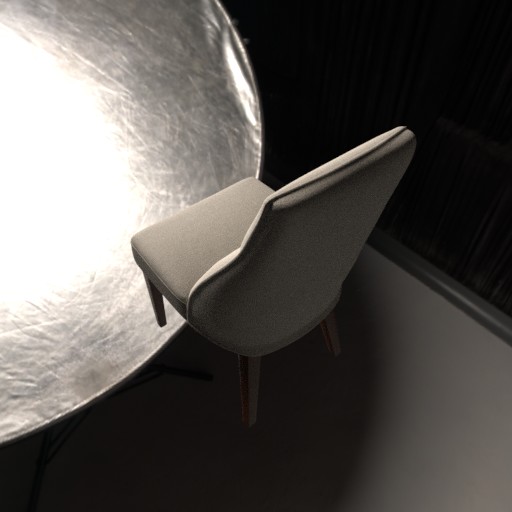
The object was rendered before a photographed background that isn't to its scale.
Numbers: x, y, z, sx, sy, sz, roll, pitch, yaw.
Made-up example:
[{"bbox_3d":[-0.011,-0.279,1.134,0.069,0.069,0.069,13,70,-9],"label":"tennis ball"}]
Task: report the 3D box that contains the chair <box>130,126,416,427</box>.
[{"bbox_3d":[0.000,0.000,1.269,0.500,0.930,0.620,-31,54,-26],"label":"chair"}]
